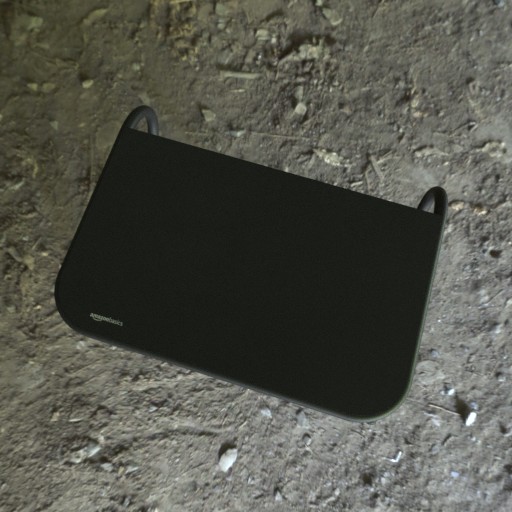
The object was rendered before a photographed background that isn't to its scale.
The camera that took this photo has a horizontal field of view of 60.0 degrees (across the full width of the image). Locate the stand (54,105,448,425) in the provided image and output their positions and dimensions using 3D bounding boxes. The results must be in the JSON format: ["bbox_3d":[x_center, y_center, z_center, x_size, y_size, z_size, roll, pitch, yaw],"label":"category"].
[{"bbox_3d":[0.000,0.000,0.507,0.370,0.108,0.280,17,76,4],"label":"stand"}]
